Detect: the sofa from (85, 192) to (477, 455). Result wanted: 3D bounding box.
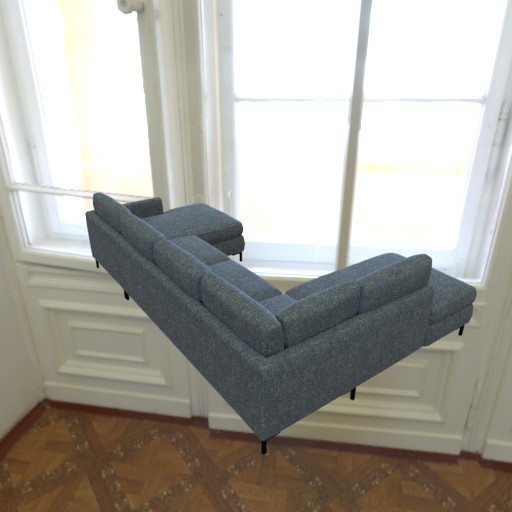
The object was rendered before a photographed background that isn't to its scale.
[{"bbox_3d":[0.000,0.000,3.585,1.879,0.756,2.737,-17,31,-32],"label":"sofa"}]
